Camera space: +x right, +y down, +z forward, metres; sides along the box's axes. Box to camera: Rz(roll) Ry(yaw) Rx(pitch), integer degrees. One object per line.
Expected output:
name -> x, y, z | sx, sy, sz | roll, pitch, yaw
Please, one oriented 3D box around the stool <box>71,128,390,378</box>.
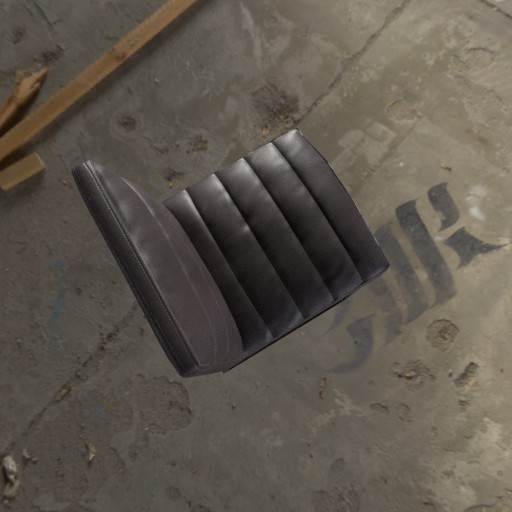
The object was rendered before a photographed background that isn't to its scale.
stool -> 0.000, 0.000, 1.248 | 0.562, 0.946, 0.463 | -30, 77, -7
